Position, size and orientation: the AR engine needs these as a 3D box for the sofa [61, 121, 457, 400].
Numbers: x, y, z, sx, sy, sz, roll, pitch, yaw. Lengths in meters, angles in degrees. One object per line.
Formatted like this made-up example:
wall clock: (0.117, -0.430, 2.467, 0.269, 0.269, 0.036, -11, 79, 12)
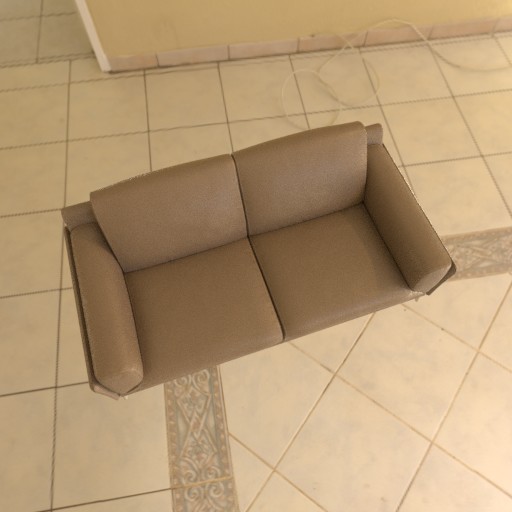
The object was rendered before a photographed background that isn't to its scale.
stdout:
sofa: (0.000, 0.000, 2.683, 2.101, 0.930, 1.049, -17, 65, -8)
